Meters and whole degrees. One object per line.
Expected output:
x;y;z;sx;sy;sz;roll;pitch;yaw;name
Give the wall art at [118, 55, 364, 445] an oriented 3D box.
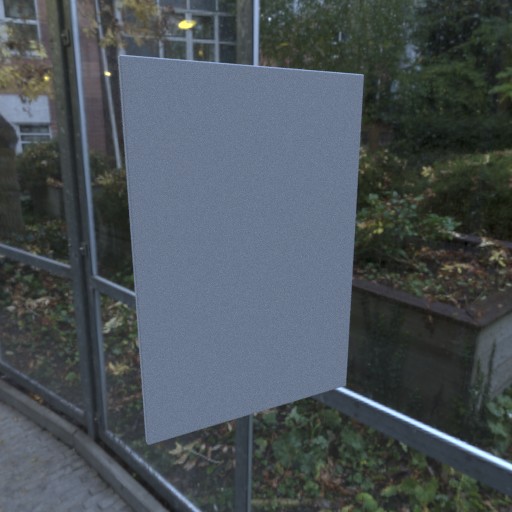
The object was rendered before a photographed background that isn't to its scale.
0.000;0.000;0.607;0.329;0.482;0.011;-7;16;-26;wall art
